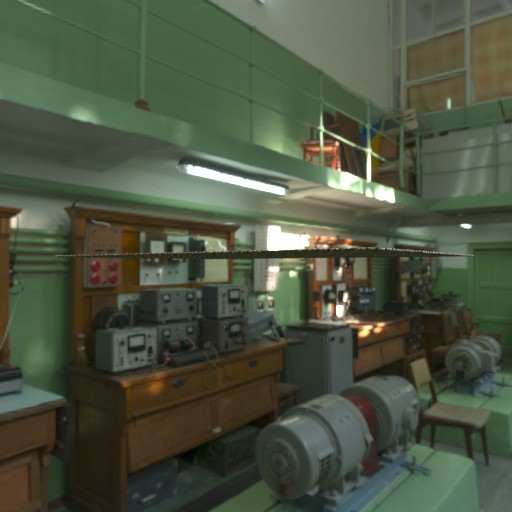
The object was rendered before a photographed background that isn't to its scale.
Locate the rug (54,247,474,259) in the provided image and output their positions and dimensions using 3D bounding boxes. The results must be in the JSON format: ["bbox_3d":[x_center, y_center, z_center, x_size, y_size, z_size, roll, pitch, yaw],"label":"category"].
[{"bbox_3d":[0.000,0.000,2.293,1.828,0.008,1.219,-1,-2,38],"label":"rug"}]
